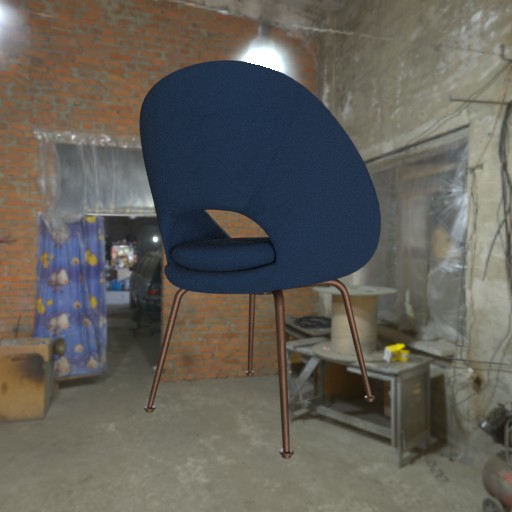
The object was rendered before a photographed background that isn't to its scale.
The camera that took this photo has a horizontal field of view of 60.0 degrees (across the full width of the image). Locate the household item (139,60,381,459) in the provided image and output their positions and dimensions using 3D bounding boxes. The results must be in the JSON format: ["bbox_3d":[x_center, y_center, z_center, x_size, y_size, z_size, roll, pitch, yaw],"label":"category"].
[{"bbox_3d":[0.000,0.000,1.212,0.623,0.852,0.573,0,1,37],"label":"household item"}]
